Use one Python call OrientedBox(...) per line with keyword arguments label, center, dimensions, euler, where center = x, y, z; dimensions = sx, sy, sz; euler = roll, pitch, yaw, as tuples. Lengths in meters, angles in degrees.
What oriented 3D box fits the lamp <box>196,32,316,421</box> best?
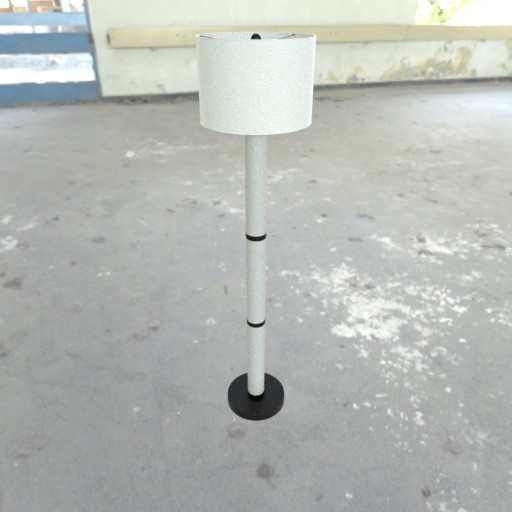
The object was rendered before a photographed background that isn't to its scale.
OrientedBox(label="lamp", center=(0.000, 0.000, 1.777), dimensions=(0.377, 1.599, 0.377), euler=(-8, 31, -13))
